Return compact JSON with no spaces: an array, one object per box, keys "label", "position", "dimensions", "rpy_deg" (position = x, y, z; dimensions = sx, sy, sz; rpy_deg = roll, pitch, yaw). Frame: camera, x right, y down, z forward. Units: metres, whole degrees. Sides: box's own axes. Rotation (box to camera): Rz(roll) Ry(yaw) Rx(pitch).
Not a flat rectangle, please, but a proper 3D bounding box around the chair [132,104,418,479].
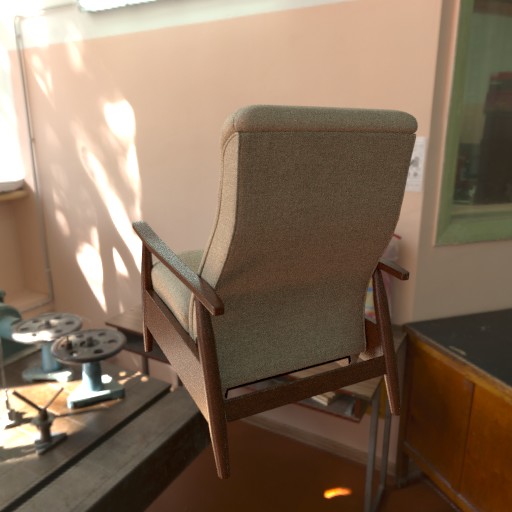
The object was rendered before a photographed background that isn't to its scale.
[{"label":"chair","position":[0.000,0.000,1.780],"dimensions":[0.762,1.082,1.014],"rpy_deg":[-7,16,-26]}]
